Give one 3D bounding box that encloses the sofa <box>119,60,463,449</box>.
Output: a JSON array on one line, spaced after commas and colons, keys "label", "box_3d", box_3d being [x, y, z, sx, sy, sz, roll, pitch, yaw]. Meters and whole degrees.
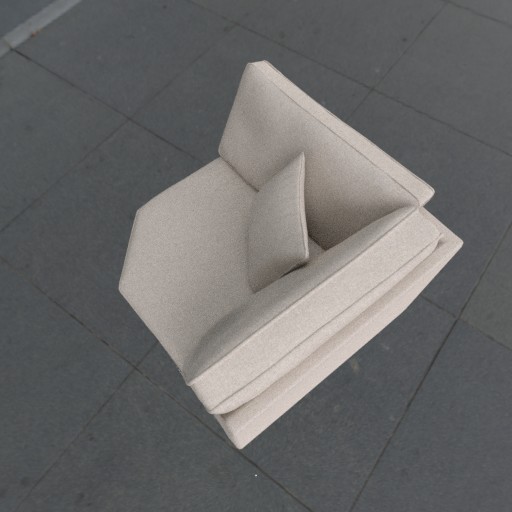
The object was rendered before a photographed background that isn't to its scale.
[{"label": "sofa", "box_3d": [0.000, 0.000, 1.832, 1.042, 0.937, 1.050, -36, 69, -16]}]
